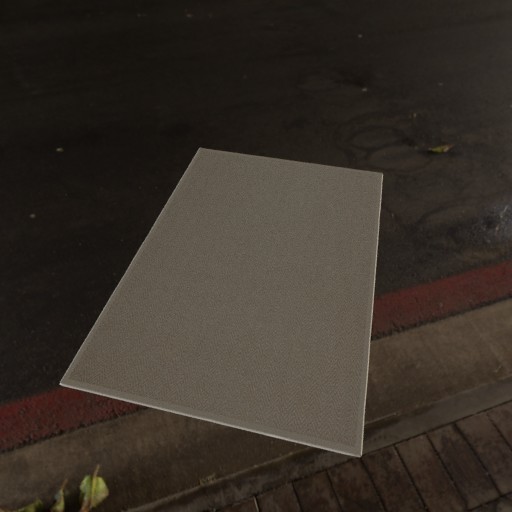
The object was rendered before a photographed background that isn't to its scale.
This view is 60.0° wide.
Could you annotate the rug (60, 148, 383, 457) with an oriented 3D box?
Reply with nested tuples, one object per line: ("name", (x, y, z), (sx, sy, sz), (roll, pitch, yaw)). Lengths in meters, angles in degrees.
("rug", (0.000, 0.000, 2.892), (1.532, 0.017, 2.244), (10, 47, 9))
